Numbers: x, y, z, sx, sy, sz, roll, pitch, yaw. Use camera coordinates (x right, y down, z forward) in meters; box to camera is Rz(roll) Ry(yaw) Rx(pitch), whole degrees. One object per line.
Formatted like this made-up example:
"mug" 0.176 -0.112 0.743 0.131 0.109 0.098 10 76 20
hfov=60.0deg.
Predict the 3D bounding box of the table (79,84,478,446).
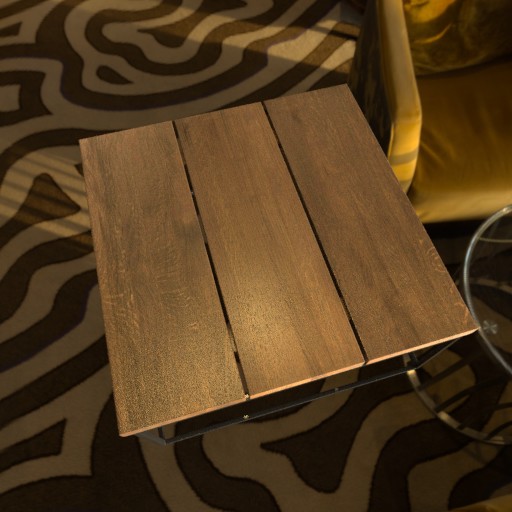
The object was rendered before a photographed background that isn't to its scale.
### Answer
"table" 0.000 0.000 1.429 0.900 0.400 0.900 -14 64 -7
